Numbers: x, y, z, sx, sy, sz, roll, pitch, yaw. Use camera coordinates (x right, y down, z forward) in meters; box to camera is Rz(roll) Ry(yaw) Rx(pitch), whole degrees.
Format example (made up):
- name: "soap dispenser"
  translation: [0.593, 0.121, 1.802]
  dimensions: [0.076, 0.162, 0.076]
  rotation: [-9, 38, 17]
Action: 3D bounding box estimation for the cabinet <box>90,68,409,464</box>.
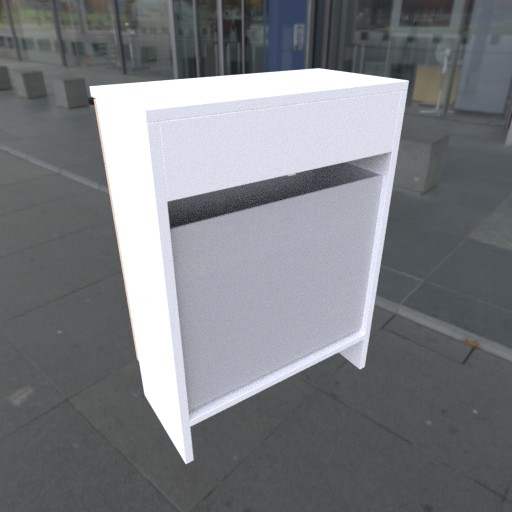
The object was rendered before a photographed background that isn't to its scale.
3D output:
- name: "cabinet"
  translation: [0.000, 0.000, 1.113]
  dimensions: [0.600, 0.815, 0.296]
  rotation: [-18, 33, -29]
